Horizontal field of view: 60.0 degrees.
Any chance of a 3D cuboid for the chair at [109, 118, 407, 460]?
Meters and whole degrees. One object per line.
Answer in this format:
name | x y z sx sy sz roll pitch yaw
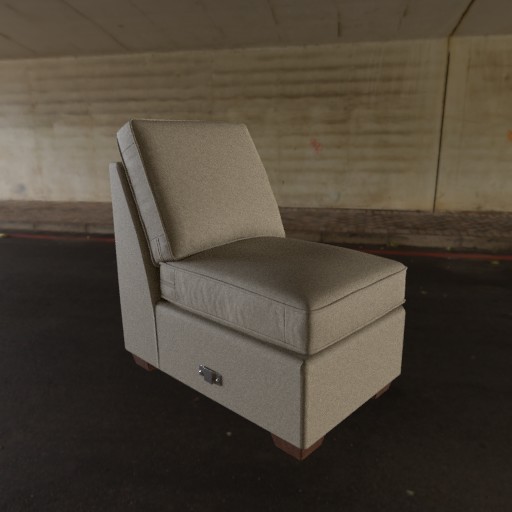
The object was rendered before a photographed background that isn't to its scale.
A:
chair | 0.000 0.000 1.762 1.020 1.058 0.674 13 19 42
